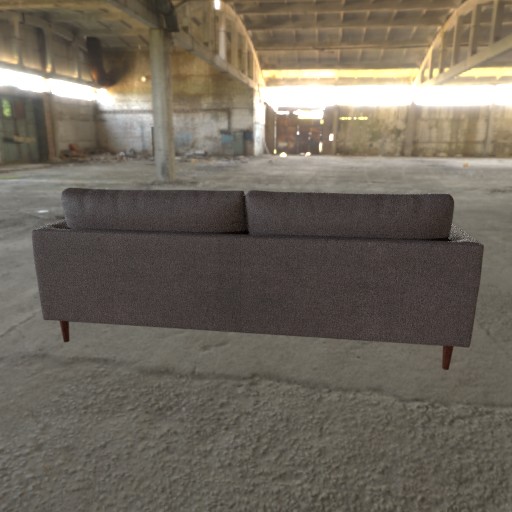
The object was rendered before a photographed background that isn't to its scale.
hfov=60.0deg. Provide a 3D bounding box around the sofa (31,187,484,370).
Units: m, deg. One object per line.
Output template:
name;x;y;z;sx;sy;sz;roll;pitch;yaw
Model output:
sofa;0.000;0.000;2.680;2.250;0.868;1.020;2;15;8
